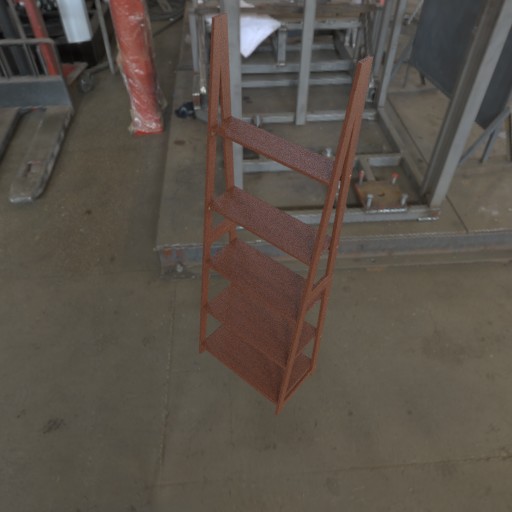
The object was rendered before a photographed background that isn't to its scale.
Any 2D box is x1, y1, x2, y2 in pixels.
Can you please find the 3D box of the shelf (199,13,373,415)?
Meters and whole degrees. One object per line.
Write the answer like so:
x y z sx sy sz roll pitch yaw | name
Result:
0.000 0.000 1.956 0.600 1.770 0.350 31 53 27 | shelf
